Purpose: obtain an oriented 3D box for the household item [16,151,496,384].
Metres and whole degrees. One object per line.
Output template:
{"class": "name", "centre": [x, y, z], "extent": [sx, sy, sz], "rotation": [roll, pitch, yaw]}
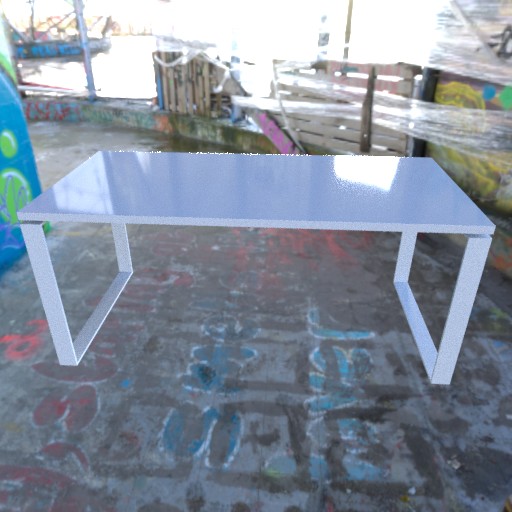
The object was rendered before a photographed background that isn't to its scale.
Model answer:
{"class": "household item", "centre": [0.000, 0.000, 2.098], "extent": [1.700, 0.745, 0.800], "rotation": [2, 29, 3]}
